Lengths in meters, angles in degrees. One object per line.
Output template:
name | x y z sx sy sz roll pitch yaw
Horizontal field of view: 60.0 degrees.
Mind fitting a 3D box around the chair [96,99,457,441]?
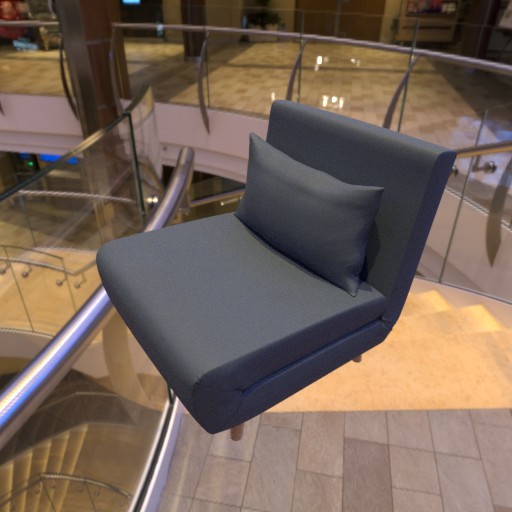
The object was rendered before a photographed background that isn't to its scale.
chair | 0.000 0.000 1.501 0.900 0.808 0.770 -21 37 -29
